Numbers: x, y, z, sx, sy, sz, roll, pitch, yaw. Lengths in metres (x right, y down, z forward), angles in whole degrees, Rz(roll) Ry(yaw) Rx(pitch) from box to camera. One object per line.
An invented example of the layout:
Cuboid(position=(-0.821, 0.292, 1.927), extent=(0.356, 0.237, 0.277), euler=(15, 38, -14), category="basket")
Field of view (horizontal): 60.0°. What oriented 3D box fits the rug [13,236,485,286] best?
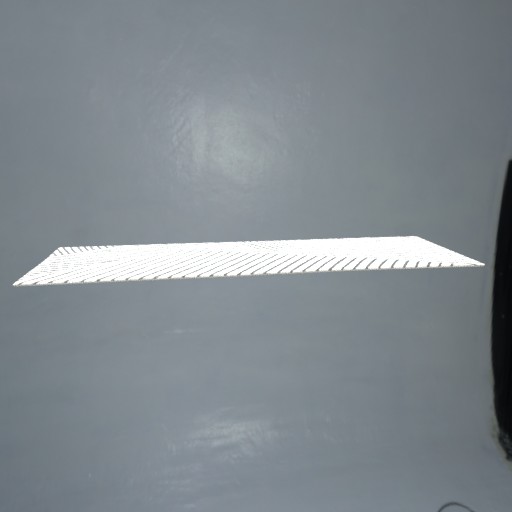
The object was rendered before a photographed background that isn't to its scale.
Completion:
Cuboid(position=(0.000, 0.000, 2.631), extent=(2.439, 0.020, 0.773), euler=(-2, 14, -8), category="rug")
